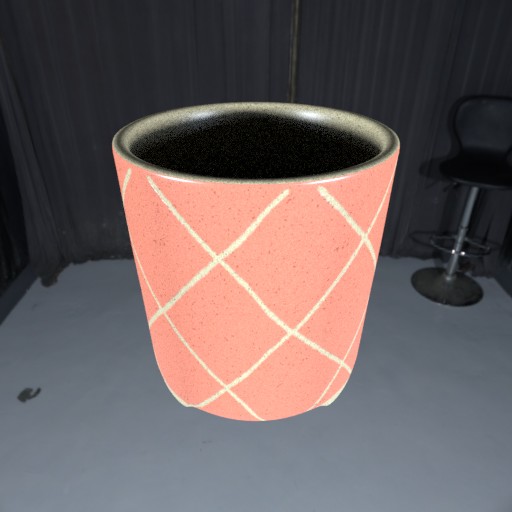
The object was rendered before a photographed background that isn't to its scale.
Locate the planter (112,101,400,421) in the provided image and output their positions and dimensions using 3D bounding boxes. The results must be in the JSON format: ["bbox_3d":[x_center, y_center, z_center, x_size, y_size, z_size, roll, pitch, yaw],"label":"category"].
[{"bbox_3d":[0.000,0.000,0.355,0.191,0.200,0.191,0,31,0],"label":"planter"}]
